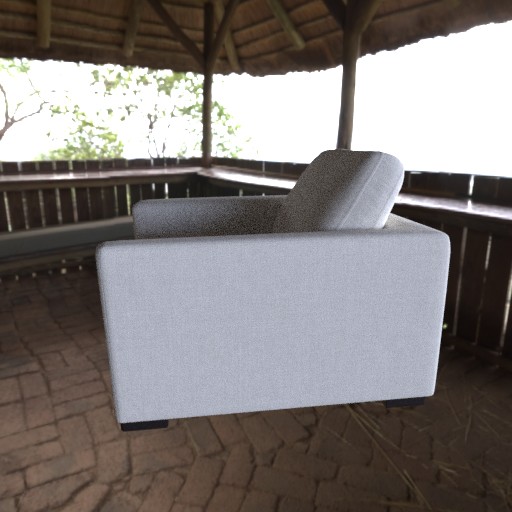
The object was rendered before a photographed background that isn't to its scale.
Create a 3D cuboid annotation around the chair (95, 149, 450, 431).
[{"bbox_3d":[0.000,0.000,1.867,1.100,0.876,1.070,-2,15,-8],"label":"chair"}]
